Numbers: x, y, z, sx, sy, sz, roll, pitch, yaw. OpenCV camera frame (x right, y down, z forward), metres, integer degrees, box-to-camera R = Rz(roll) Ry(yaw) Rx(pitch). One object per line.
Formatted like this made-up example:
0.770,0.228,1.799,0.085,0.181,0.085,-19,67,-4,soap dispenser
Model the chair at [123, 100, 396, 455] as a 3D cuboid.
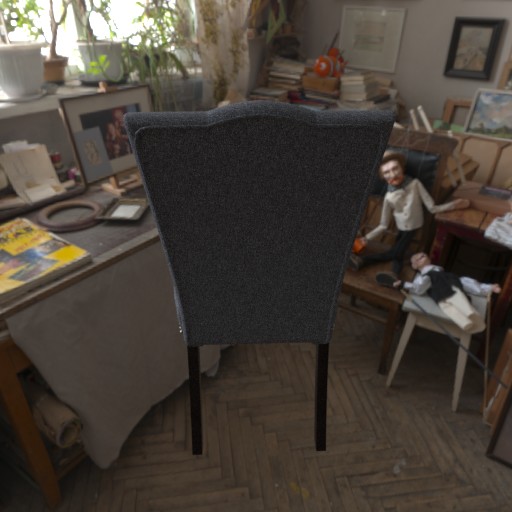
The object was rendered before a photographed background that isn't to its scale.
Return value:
0.000,0.000,1.250,0.518,0.946,0.589,-1,31,-2,chair
